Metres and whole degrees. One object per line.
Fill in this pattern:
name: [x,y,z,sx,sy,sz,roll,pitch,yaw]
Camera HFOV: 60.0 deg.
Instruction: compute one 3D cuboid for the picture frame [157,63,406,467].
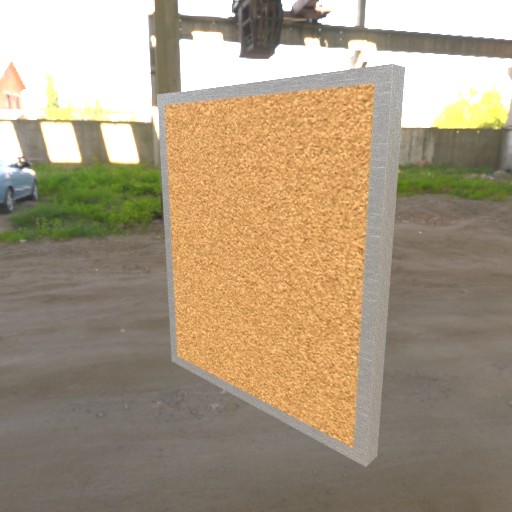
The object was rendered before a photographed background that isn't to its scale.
picture frame: [0.000,0.000,0.518,0.327,0.378,0.027,13,19,42]
